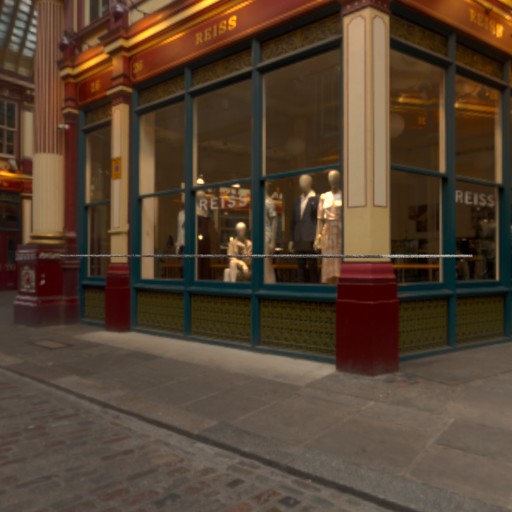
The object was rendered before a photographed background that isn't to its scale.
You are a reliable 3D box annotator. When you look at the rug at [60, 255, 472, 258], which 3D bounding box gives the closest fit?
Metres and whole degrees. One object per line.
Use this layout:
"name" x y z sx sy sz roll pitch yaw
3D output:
"rug" 0.000 0.000 4.825 3.824 0.019 2.393 0 0 38
